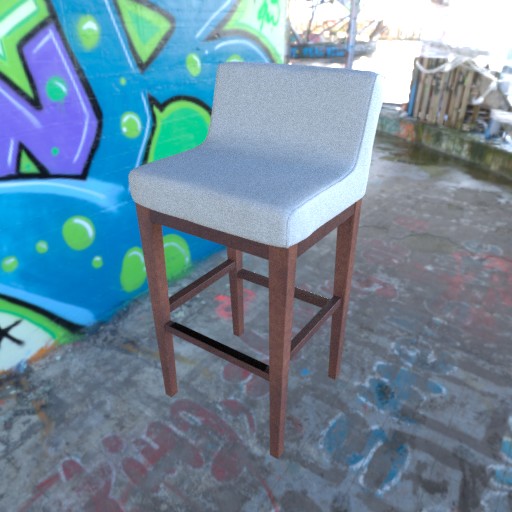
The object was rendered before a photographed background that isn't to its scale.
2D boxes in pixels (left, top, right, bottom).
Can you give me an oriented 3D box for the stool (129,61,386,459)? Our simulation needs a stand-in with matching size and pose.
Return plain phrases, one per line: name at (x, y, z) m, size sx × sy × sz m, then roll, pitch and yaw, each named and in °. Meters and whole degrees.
stool at (0.000, 0.000, 1.342) m, size 0.511 × 1.037 × 0.500 m, roll 18°, pitch 34°, yaw 30°
